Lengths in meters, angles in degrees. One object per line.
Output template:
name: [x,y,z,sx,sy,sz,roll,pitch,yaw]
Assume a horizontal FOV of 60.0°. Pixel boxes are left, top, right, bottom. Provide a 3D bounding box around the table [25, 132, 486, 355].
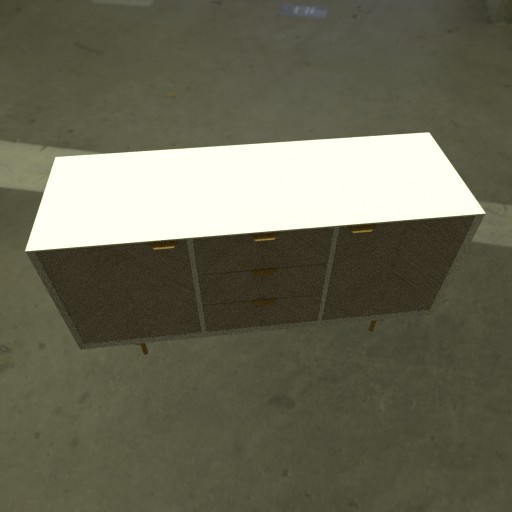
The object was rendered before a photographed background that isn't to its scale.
table: [0.000,0.000,1.884,1.500,0.769,0.508,-5,48,-5]
